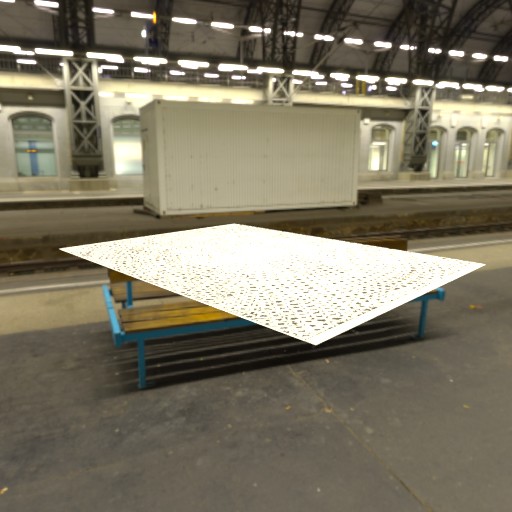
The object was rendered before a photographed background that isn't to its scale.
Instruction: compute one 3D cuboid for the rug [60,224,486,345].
[{"bbox_3d":[0.000,0.000,2.082,1.190,0.003,1.634,-12,18,-43],"label":"rug"}]
